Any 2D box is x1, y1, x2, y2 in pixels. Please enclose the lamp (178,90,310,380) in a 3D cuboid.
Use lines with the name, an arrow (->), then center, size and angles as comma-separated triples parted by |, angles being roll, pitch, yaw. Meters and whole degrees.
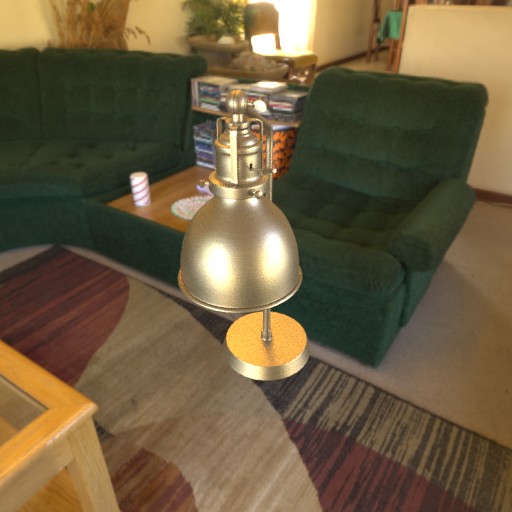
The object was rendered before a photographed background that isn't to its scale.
lamp -> 0.000, 0.000, 0.601 | 0.153, 0.456, 0.286 | 8, 33, 13
